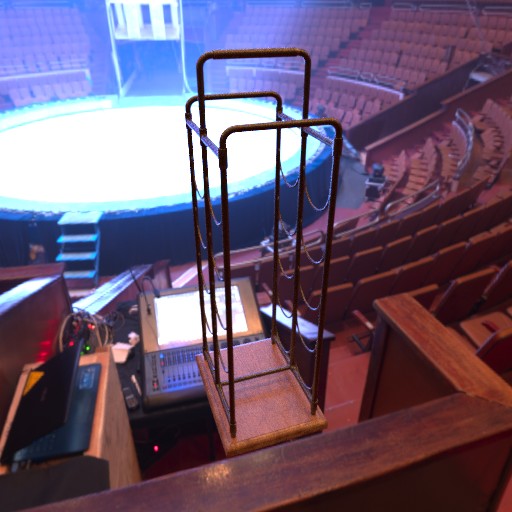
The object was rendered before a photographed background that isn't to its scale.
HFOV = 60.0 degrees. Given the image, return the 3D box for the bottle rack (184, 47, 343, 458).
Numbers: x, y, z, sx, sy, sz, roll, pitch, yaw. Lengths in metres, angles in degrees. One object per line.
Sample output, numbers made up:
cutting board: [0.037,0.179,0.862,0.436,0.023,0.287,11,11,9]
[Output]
bottle rack: [0.000,0.000,0.799,0.208,0.680,0.276,-10,31,-16]
